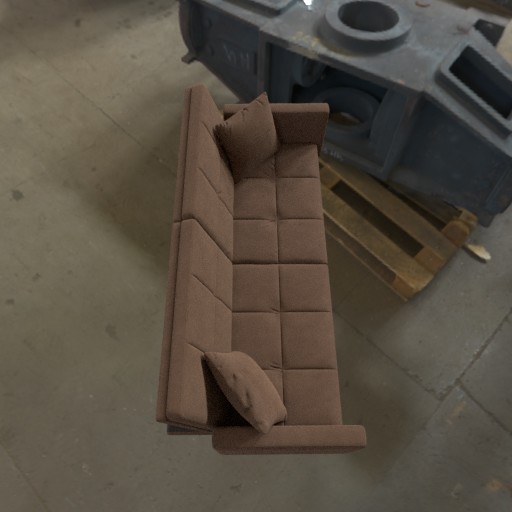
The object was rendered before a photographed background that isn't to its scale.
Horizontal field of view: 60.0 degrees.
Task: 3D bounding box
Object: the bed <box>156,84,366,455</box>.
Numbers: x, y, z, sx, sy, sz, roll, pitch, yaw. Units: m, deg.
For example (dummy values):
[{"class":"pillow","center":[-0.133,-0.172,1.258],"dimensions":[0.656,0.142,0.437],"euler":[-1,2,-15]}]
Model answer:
[{"class":"bed","center":[0.000,0.000,2.352],"dimensions":[0.889,0.787,1.905],"euler":[0,63,0]}]
